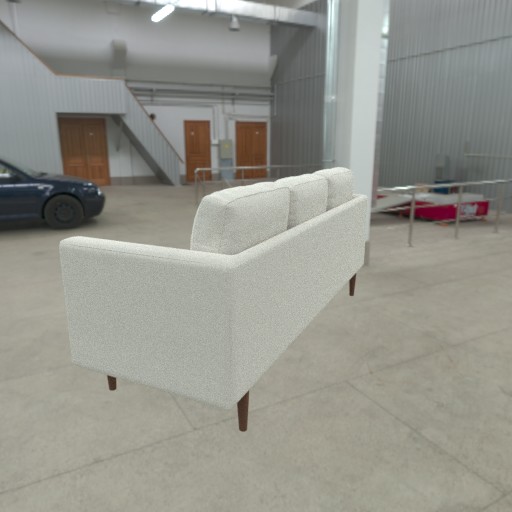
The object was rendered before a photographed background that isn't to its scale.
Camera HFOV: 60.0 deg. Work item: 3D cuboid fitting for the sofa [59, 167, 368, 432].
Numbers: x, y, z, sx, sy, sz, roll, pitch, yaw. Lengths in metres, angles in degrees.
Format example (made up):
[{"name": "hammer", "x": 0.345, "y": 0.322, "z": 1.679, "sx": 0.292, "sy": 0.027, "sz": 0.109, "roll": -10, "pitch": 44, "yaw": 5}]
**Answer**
[{"name": "sofa", "x": 0.000, "y": 0.000, "z": 2.501, "sx": 0.802, "sy": 0.912, "sz": 2.029, "roll": 7, "pitch": 16, "yaw": 25}]
